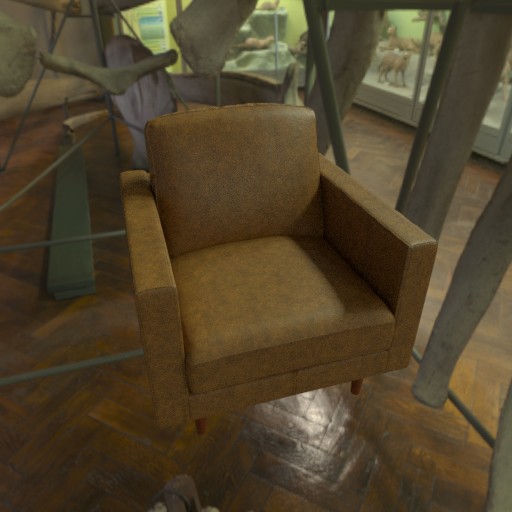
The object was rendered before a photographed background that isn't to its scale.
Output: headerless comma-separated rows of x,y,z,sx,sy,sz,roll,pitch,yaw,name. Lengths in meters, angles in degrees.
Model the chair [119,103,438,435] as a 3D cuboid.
0.000,0.000,1.647,0.890,0.956,0.909,-9,33,-14,chair
